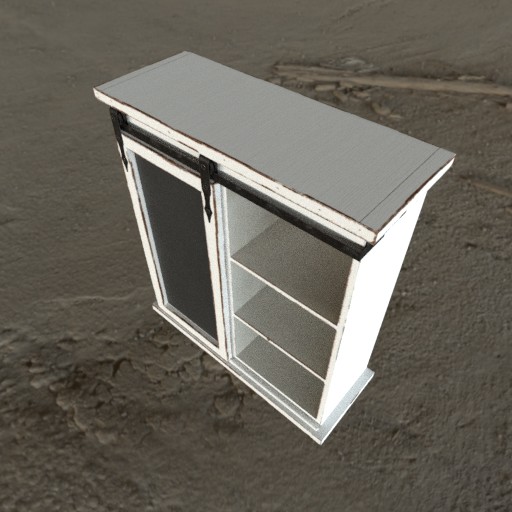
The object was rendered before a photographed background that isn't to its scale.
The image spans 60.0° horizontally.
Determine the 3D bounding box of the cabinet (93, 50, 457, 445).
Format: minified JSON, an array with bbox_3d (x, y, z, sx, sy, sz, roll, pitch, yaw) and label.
[{"bbox_3d":[0.000,0.000,0.886,0.541,0.603,0.210,32,54,27],"label":"cabinet"}]
